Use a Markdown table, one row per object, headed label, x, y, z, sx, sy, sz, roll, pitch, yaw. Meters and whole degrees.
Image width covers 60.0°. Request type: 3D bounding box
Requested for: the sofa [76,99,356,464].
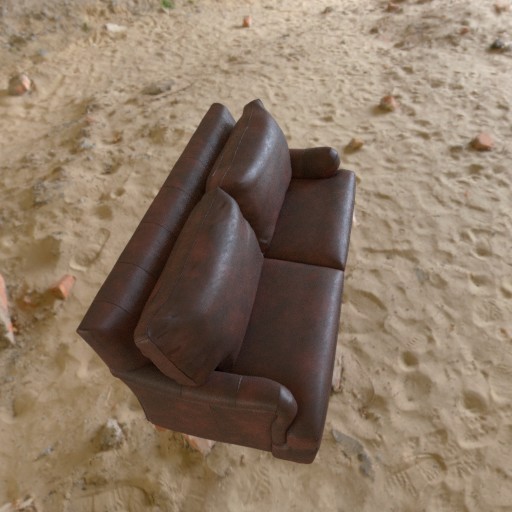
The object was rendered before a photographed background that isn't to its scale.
| label | x | y | z | sx | sy | sz | roll | pitch | yaw |
| --- | --- | --- | --- | --- | --- | --- | --- | --- | --- |
| sofa | 0.000 | 0.000 | 2.817 | 1.147 | 1.071 | 2.144 | 10 | 48 | 9 |
